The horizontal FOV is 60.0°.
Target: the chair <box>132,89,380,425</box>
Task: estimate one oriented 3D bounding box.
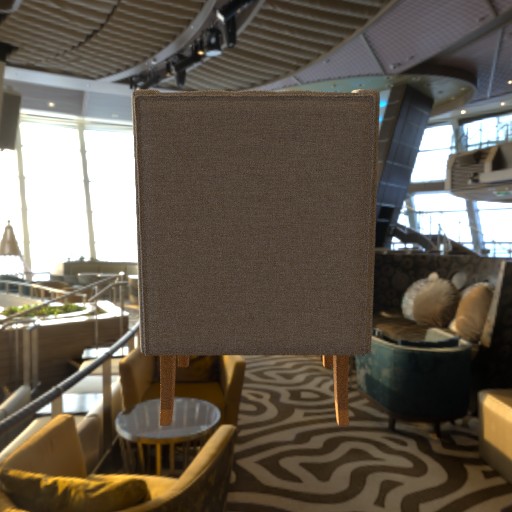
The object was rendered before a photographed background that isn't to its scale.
[{"bbox_3d":[0.000,0.000,1.489,0.710,0.930,0.760,0,2,0],"label":"chair"}]
